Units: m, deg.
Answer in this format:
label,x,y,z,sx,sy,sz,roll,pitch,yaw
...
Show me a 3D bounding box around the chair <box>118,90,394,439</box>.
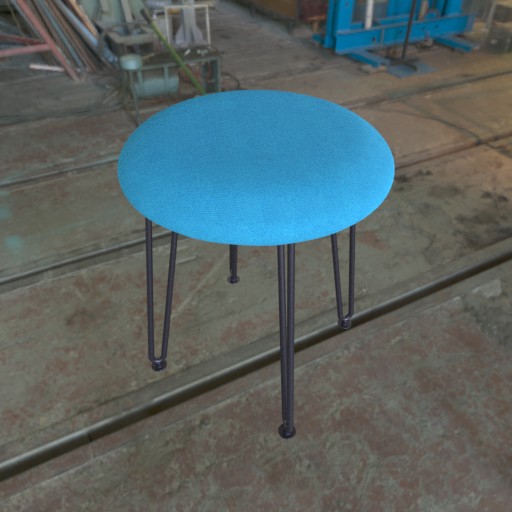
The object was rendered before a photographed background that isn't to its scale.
label,x,y,z,sx,sy,sz,roll,pitch,yaw
chair,0.000,0.000,0.687,0.350,0.430,0.350,11,42,13
